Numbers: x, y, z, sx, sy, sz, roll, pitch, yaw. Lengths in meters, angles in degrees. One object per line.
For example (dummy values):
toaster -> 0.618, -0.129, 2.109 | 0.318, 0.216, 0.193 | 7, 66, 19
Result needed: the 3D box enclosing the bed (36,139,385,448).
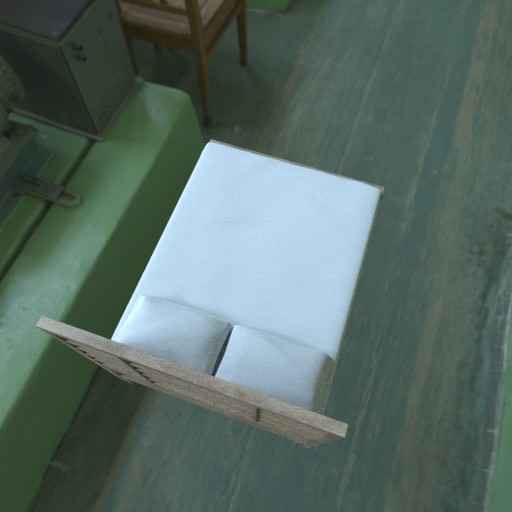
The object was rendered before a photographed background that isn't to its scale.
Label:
bed -> 0.000, 0.000, 3.318 | 1.626, 1.626, 2.197 | 17, 66, 8
